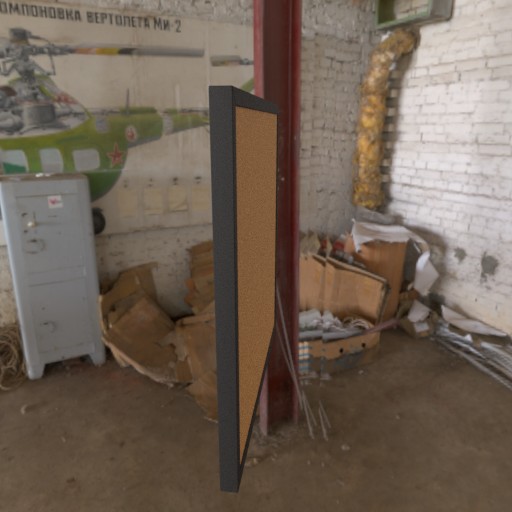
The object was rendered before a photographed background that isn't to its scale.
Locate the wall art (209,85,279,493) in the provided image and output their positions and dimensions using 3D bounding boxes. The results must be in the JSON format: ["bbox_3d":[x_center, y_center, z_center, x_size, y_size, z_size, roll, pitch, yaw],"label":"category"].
[{"bbox_3d":[0.000,0.000,1.140,0.037,0.763,0.763,2,17,8],"label":"wall art"}]
